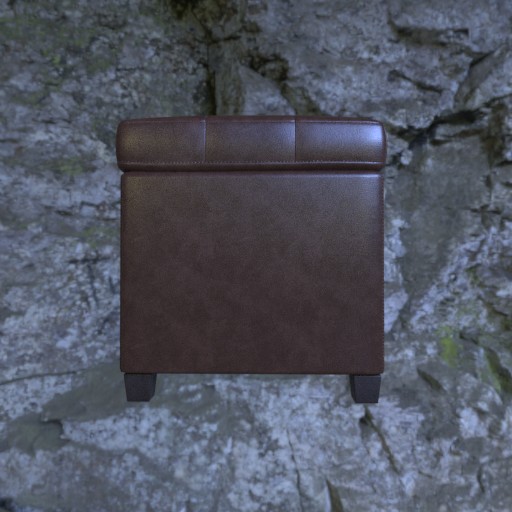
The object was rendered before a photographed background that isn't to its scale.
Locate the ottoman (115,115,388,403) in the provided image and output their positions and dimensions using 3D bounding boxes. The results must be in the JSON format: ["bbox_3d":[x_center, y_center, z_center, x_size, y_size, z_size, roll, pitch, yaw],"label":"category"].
[{"bbox_3d":[0.000,0.000,1.102,0.432,0.470,0.838,0,0,1],"label":"ottoman"}]
